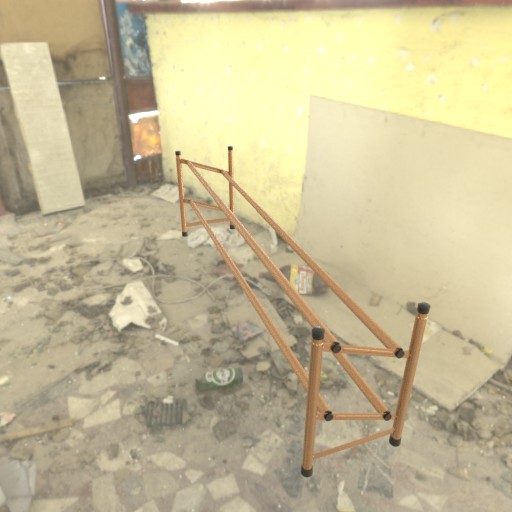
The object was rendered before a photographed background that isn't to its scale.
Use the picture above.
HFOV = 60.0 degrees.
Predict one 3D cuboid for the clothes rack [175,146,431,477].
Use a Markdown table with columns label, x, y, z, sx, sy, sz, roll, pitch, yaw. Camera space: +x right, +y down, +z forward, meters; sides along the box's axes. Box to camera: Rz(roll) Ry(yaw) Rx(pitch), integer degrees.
| label | x | y | z | sx | sy | sz | roll | pitch | yaw |
| --- | --- | --- | --- | --- | --- | --- | --- | --- | --- |
| clothes rack | 0.000 | 0.000 | 1.293 | 0.229 | 0.349 | 1.168 | -10 | 30 | -18 |
